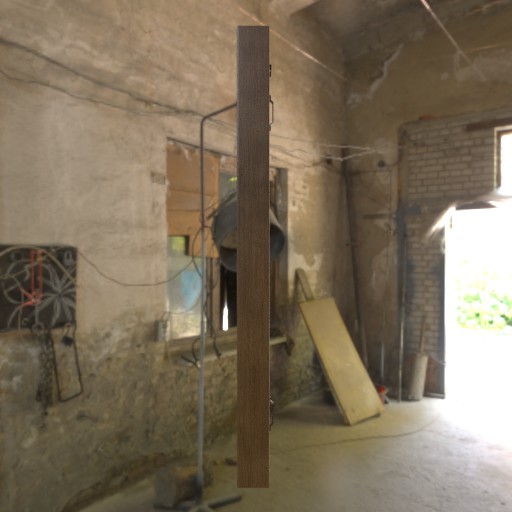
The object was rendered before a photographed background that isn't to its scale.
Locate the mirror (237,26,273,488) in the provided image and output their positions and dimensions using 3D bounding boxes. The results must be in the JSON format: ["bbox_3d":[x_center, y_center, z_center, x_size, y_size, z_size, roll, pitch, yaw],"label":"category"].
[{"bbox_3d":[0.000,0.000,0.690,0.041,0.509,0.406,0,1,0],"label":"mirror"}]
